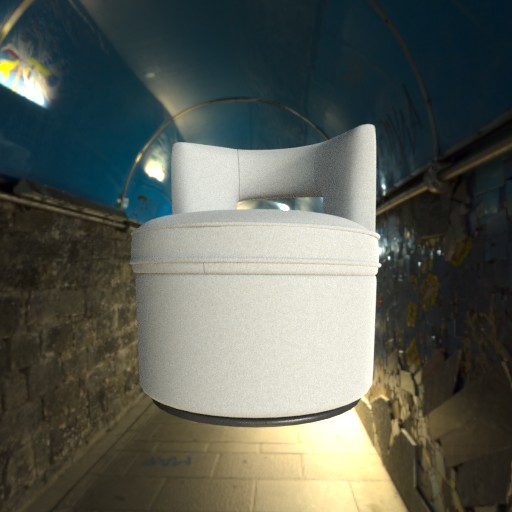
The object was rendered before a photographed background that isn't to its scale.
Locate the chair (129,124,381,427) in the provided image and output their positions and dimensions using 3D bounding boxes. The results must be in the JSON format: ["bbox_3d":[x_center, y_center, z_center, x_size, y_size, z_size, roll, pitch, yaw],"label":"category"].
[{"bbox_3d":[0.000,0.000,1.197,0.650,0.723,0.665,0,-1,19],"label":"chair"}]
